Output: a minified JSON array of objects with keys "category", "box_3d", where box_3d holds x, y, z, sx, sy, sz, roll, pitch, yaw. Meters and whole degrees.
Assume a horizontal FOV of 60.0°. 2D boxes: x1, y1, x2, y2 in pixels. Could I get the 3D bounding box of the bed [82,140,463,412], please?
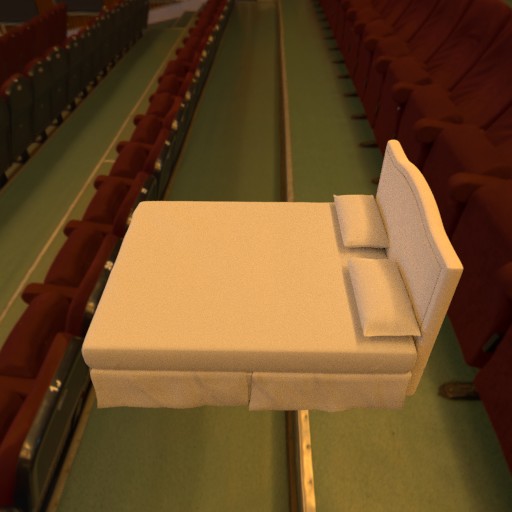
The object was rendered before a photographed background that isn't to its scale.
[{"category":"bed","box_3d":[0.000,0.000,3.656,2.477,1.437,1.977,1,40,1]}]
